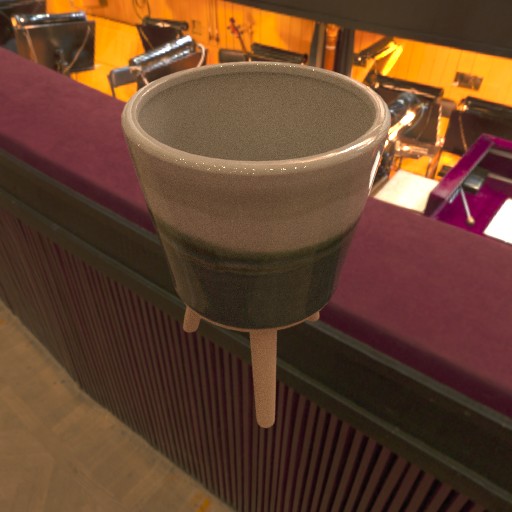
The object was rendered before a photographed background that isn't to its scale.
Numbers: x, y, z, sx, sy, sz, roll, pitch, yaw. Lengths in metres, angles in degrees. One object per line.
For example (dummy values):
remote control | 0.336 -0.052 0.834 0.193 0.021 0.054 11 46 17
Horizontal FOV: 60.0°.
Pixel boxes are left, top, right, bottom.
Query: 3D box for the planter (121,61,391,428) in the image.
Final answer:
planter | 0.000 0.000 0.470 0.217 0.331 0.217 26 47 27
